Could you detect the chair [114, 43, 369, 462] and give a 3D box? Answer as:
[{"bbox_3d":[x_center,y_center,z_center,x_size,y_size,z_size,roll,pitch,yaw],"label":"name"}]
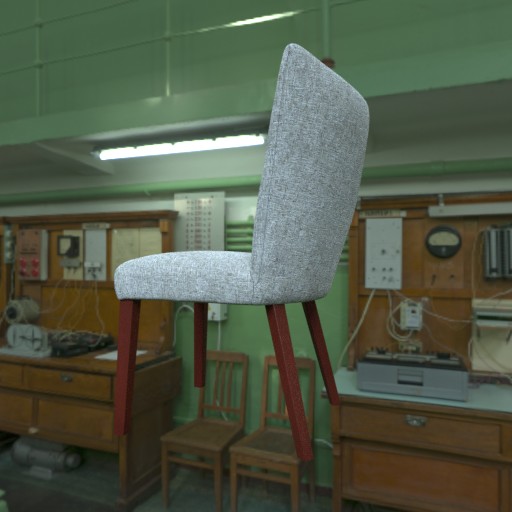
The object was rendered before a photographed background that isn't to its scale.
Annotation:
[{"bbox_3d":[0.000,0.000,1.261,0.623,0.924,0.535,0,0,20],"label":"chair"}]
